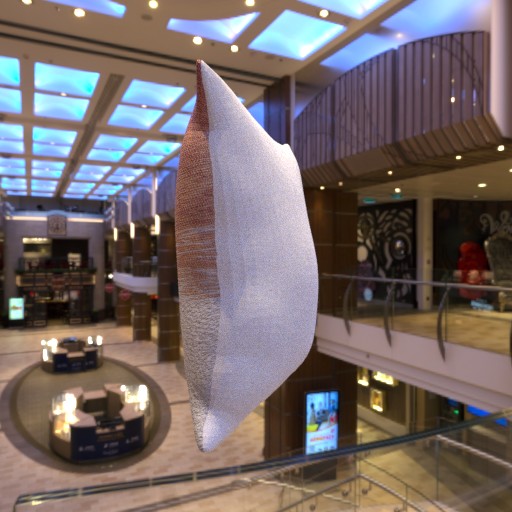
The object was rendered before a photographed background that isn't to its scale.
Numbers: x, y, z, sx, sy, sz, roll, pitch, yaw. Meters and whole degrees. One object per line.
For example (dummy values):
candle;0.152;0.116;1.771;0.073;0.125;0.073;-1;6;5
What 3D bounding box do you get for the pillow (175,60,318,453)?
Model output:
pillow;0.000;0.000;0.686;0.182;0.441;0.440;0;0;17
